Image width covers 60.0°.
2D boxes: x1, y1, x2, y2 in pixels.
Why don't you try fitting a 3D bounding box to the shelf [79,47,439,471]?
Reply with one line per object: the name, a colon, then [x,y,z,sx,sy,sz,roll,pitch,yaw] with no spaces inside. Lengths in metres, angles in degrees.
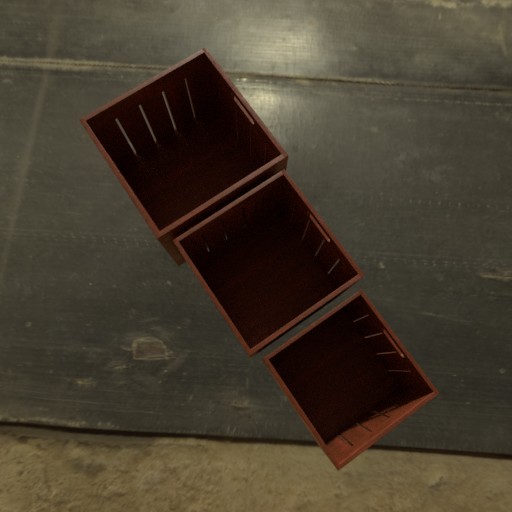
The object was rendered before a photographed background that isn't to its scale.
shelf: [0.000,0.000,1.231,0.393,0.311,1.064,-34,78,-8]
